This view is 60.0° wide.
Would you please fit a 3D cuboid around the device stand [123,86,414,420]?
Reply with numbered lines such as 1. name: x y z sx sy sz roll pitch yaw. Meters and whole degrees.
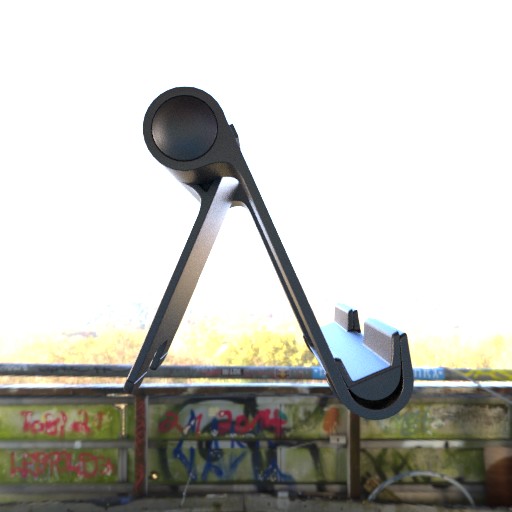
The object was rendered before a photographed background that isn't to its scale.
1. device stand: 0.000 0.000 0.152 0.079 0.084 0.088 0 -1 1
